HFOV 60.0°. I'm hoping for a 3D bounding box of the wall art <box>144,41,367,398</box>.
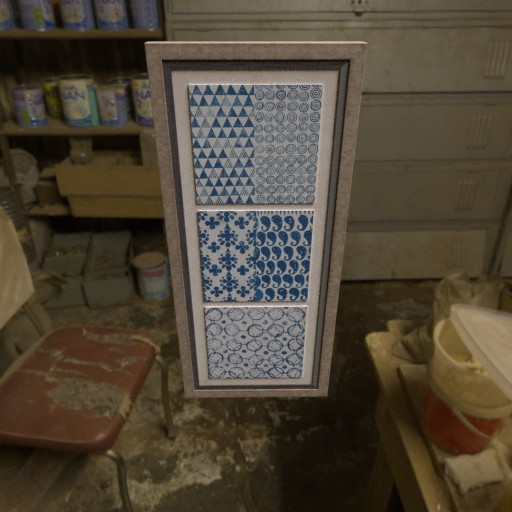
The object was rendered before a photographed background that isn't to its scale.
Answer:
[{"bbox_3d":[0.000,0.000,1.676,0.648,1.461,0.051,0,30,-1],"label":"wall art"}]
